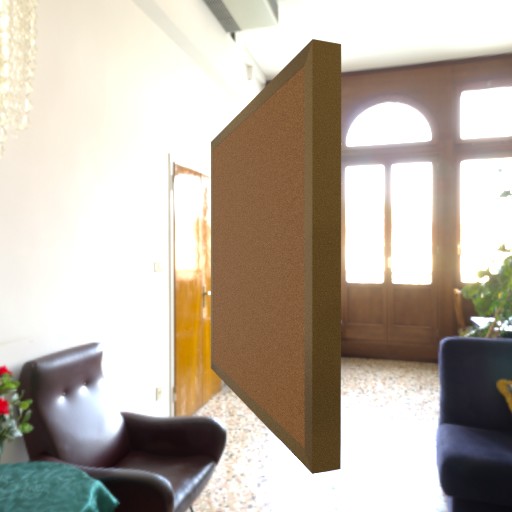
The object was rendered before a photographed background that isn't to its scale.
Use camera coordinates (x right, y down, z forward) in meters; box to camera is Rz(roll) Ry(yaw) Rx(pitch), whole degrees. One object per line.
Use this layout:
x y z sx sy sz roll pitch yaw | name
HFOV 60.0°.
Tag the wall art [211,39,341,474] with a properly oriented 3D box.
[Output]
0.000 0.000 0.763 0.038 0.508 0.507 0 0 -19 | wall art
